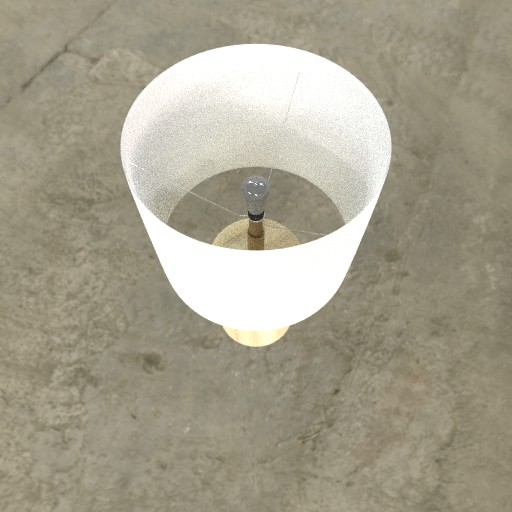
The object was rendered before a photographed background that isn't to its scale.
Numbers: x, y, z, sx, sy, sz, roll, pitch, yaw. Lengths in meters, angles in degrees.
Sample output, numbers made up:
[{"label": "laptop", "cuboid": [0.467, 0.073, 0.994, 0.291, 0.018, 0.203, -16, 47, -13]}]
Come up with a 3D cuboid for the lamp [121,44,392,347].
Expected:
[{"label": "lamp", "cuboid": [0.000, 0.000, 0.569, 0.228, 0.444, 0.228, -34, 67, -16]}]
